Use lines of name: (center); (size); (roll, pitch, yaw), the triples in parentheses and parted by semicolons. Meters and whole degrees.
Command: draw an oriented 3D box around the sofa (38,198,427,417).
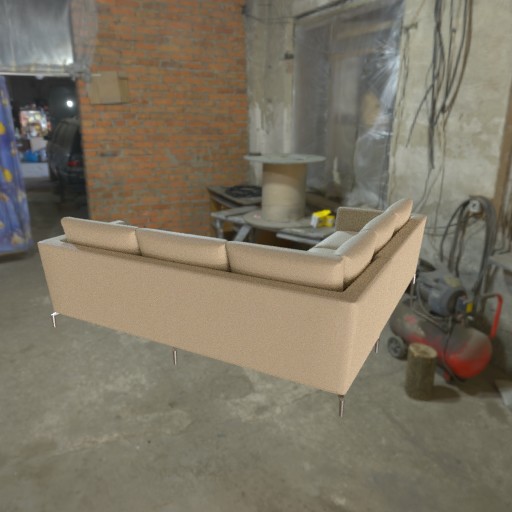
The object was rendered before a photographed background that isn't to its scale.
sofa: (0.000, 0.000, 3.839); (2.448, 0.867, 2.430); (9, 19, 27)
